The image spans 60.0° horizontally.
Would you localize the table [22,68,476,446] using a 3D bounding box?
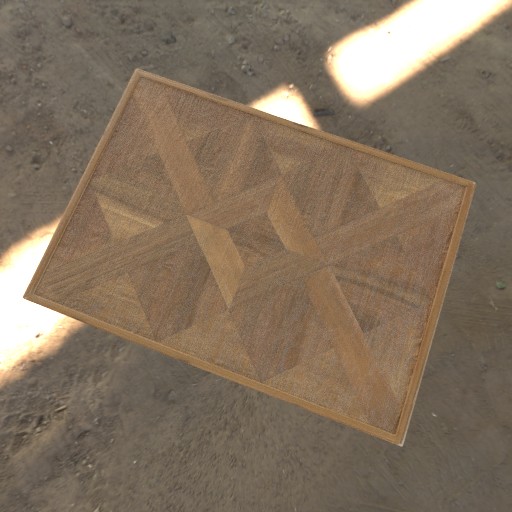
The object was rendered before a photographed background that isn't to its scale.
[{"bbox_3d":[0.000,0.000,1.666,1.238,0.492,0.877,20,78,5],"label":"table"}]
